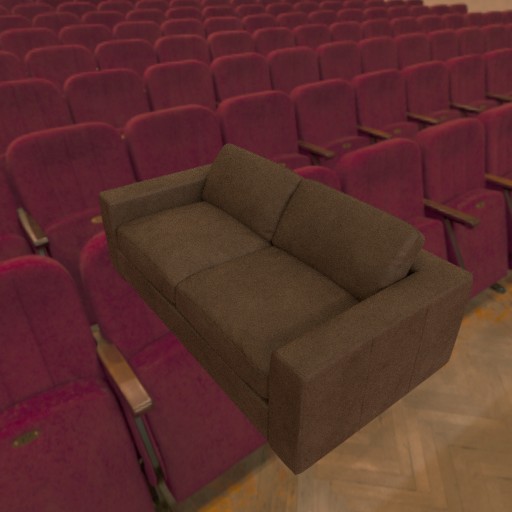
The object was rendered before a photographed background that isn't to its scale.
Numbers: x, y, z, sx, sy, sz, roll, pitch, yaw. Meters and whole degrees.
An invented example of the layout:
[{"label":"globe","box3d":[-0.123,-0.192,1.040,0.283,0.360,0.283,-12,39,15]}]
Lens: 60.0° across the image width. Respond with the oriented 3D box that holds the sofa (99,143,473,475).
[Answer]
[{"label":"sofa","box3d":[0.000,0.000,2.459,1.070,0.800,1.920,-22,38,-31]}]
